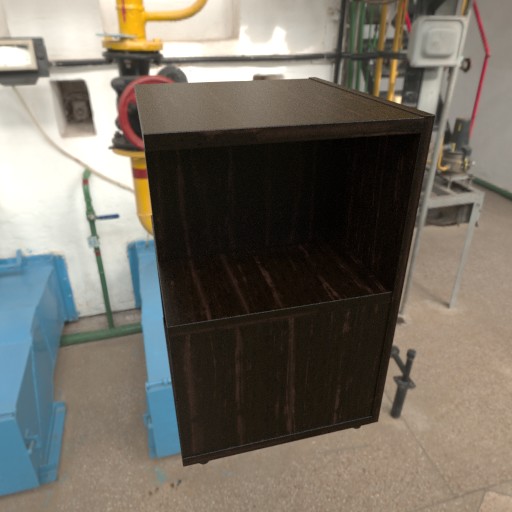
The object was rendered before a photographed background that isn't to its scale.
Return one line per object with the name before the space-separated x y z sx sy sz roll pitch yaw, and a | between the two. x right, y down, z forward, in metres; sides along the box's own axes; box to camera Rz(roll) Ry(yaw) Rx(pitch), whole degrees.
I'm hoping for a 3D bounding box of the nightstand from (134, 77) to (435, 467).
nightstand | 0.000 0.000 0.813 0.356 0.559 0.400 -7 29 -13
